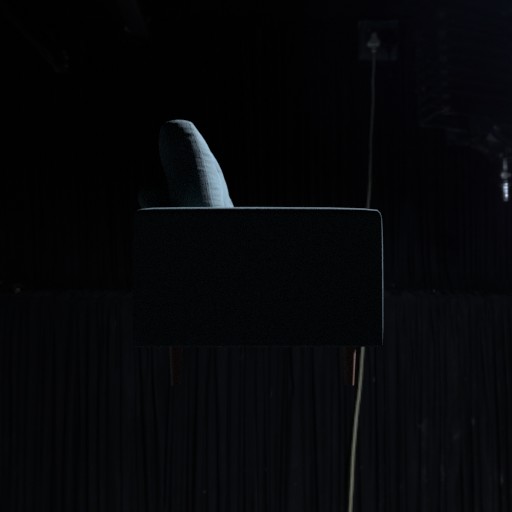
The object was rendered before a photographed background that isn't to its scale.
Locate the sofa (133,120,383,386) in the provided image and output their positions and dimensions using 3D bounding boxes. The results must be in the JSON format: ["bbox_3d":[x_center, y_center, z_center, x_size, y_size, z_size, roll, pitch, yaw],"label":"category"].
[{"bbox_3d":[0.000,0.000,2.575,0.966,1.050,2.010,0,-2,0],"label":"sofa"}]
